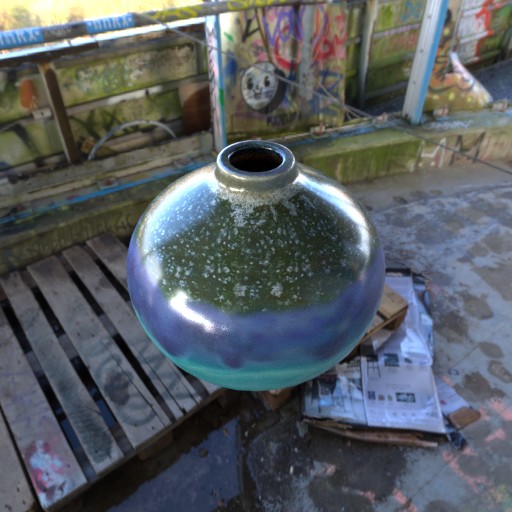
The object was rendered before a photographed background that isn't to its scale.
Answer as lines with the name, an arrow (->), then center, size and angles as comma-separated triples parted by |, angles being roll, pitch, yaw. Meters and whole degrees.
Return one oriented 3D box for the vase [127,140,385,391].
vase -> 0.000, 0.000, 0.269 | 0.154, 0.133, 0.154 | 0, 41, 0
